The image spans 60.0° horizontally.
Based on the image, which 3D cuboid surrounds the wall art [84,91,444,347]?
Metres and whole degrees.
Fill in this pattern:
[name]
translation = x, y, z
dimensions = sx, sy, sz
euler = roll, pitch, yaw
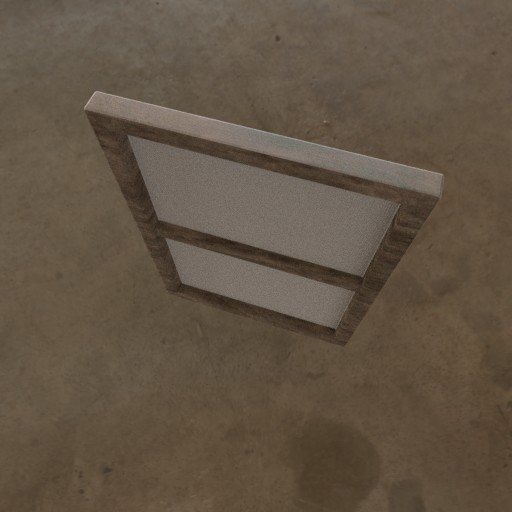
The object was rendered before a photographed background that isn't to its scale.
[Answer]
[wall art]
translation = 0.000, 0.000, 0.797
dimensions = 0.443, 0.605, 0.035
euler = 16, 64, 8
